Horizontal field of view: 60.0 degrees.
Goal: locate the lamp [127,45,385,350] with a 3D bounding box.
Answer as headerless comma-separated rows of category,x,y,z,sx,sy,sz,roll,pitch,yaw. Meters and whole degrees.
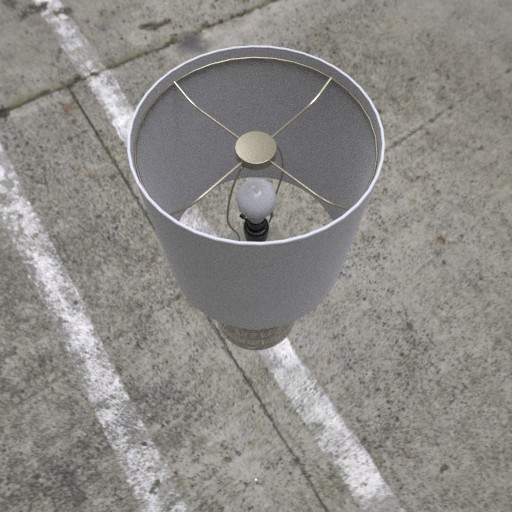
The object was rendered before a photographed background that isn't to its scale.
lamp,0.000,0.000,0.568,0.211,0.455,0.211,-30,67,-14
